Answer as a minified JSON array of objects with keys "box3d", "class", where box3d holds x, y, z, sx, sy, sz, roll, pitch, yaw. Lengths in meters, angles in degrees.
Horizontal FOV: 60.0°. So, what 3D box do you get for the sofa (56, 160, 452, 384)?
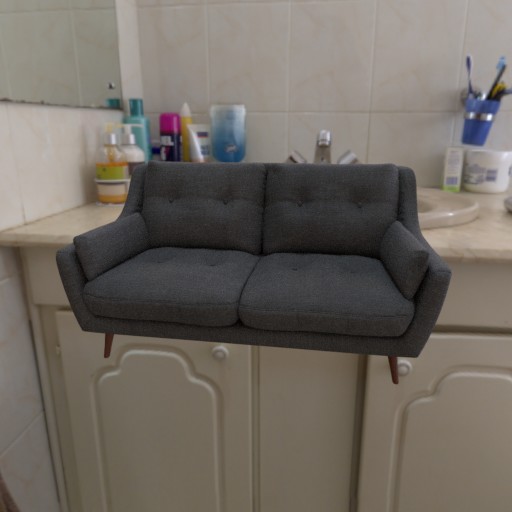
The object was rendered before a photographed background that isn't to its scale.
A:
[{"box3d":[0.000,0.000,2.218,1.646,0.887,0.976,3,16,9],"class":"sofa"}]
